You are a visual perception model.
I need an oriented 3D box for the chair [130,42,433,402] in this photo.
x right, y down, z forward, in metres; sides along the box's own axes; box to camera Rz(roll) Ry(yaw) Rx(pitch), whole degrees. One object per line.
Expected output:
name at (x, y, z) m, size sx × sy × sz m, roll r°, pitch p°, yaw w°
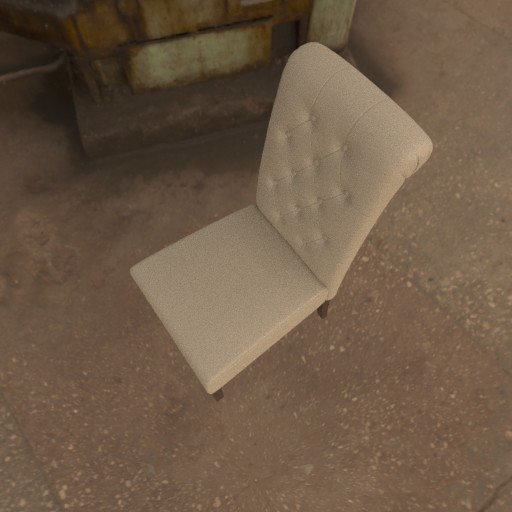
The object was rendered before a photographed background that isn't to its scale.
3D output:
chair at (0.000, 0.000, 1.343) m, size 0.671 × 1.006 × 0.456 m, roll -33°, pitch 68°, yaw -15°
